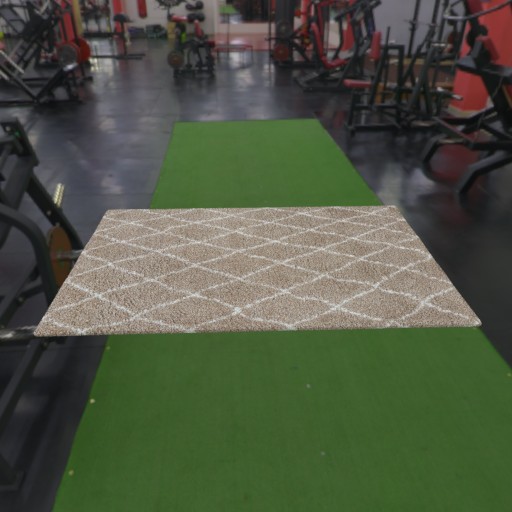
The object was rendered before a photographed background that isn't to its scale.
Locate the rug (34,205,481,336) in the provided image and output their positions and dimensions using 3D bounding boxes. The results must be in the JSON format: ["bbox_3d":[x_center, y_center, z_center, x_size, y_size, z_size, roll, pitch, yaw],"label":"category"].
[{"bbox_3d":[0.000,0.000,3.461,2.743,0.030,1.778,-1,31,-2],"label":"rug"}]
